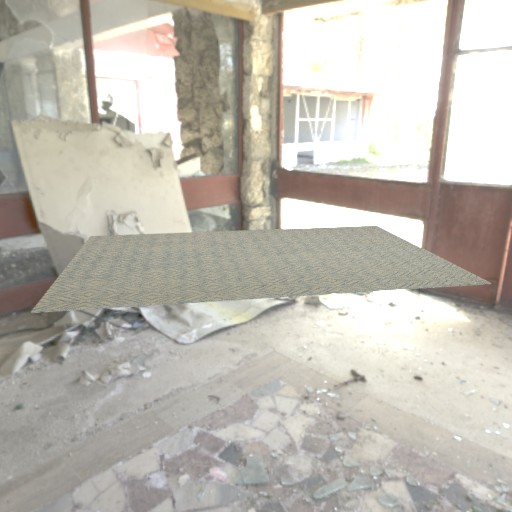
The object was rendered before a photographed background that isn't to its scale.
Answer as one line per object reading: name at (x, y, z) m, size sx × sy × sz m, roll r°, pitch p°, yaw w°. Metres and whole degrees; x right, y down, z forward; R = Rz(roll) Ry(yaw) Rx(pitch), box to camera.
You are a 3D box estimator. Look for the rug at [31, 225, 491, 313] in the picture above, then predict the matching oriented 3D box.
rug at (0.000, 0.000, 3.034) m, size 2.441 × 0.008 × 1.526 m, roll -3°, pitch 17°, yaw -9°
